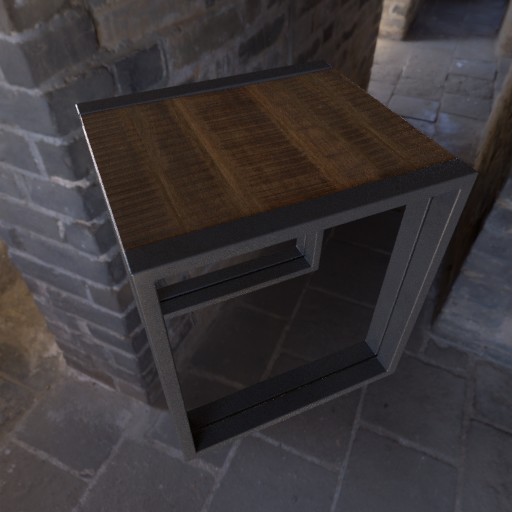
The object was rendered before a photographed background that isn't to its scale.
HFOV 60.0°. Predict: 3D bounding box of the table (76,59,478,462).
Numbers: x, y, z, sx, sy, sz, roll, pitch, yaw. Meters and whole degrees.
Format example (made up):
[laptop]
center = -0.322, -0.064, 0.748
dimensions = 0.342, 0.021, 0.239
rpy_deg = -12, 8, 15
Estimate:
[table]
center = 0.000, 0.000, 0.900
dimensions = 0.500, 0.550, 0.449
rpy_deg = -17, 47, -16
